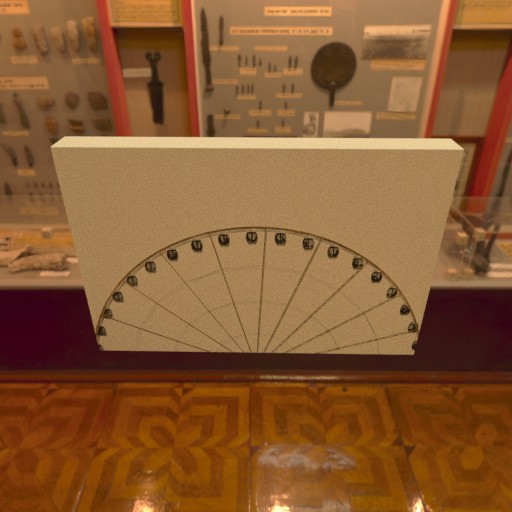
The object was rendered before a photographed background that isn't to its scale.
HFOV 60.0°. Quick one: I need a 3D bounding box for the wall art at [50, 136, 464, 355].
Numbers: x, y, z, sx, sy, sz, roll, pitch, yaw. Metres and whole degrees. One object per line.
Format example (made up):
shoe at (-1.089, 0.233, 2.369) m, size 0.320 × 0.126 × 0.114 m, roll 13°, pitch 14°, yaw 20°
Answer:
wall art at (0.000, 0.000, 0.491) m, size 0.384 × 0.254 × 0.039 m, roll 1°, pitch 31°, yaw 1°
